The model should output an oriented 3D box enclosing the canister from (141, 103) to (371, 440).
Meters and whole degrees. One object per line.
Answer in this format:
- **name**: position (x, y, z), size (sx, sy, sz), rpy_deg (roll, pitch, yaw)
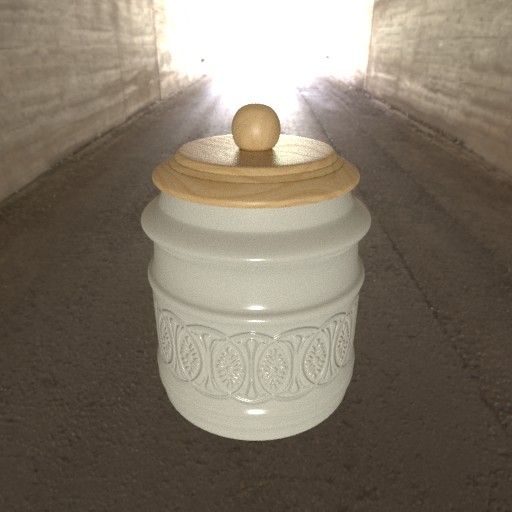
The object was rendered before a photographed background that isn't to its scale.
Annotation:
- **canister**: position (0.000, 0.000, 0.269), size (0.130, 0.176, 0.130), rpy_deg (0, 26, 0)
